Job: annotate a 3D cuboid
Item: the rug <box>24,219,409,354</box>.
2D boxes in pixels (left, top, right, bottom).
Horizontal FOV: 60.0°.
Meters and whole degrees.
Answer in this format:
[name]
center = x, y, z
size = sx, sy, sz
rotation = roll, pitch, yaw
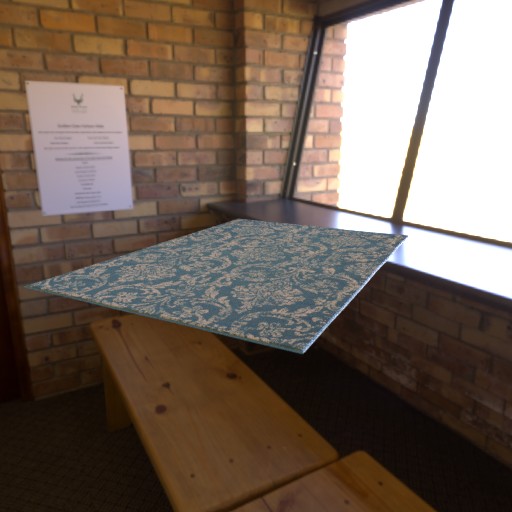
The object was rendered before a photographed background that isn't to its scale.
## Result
[rug]
center = 0.000, 0.000, 2.882
size = 1.554, 0.012, 2.205
rotation = 8, 17, 27
